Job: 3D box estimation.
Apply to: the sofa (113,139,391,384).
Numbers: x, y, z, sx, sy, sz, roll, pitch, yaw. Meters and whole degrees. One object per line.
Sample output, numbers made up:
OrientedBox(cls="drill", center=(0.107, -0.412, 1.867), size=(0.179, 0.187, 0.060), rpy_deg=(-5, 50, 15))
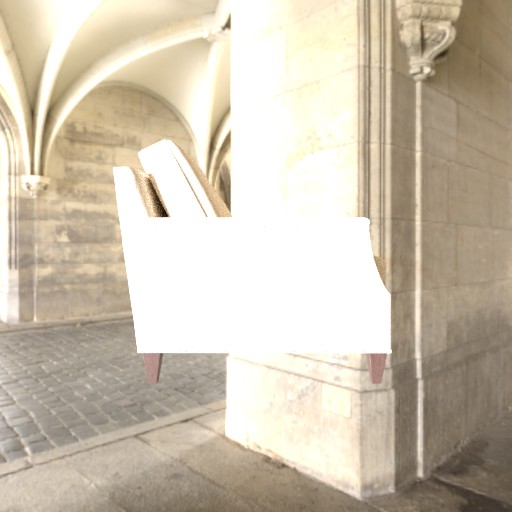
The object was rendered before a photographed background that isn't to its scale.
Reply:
OrientedBox(cls="sofa", center=(0.000, 0.000, 2.730), size=(1.041, 0.940, 2.210), rpy_deg=(0, 0, 0))
